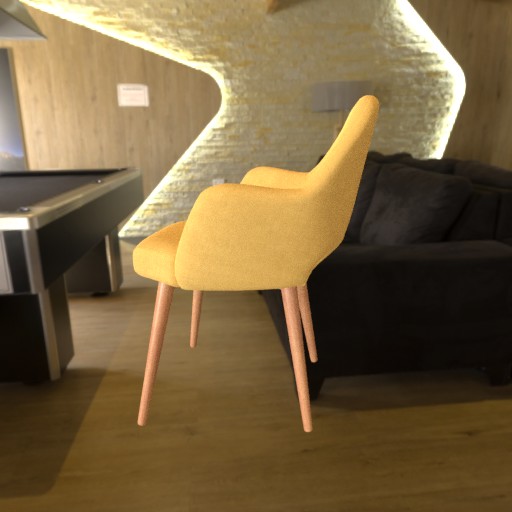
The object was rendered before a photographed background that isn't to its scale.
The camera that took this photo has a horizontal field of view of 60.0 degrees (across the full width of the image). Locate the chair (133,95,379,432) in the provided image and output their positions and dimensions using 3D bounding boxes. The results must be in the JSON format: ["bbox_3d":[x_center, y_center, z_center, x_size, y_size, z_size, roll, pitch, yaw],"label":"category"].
[{"bbox_3d":[0.000,0.000,1.253,0.610,0.840,0.590,3,15,9],"label":"chair"}]
